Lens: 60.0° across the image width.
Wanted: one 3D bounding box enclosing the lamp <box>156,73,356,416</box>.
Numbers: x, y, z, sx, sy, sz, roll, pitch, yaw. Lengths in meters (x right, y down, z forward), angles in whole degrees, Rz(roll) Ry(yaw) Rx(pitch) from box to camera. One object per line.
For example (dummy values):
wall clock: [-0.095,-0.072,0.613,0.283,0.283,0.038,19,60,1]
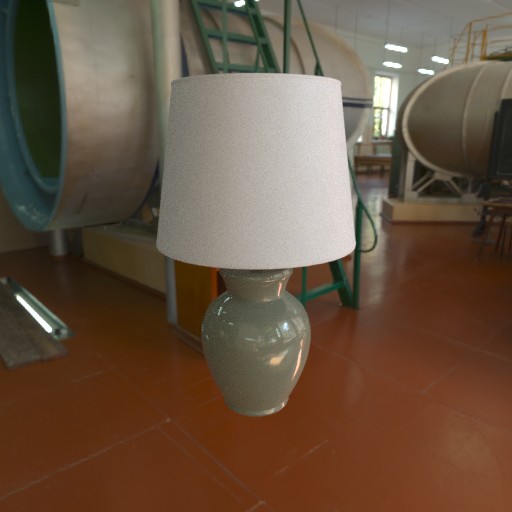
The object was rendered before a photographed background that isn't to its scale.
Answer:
lamp: [0.000,0.000,0.550,0.239,0.399,0.239,0,15,0]
